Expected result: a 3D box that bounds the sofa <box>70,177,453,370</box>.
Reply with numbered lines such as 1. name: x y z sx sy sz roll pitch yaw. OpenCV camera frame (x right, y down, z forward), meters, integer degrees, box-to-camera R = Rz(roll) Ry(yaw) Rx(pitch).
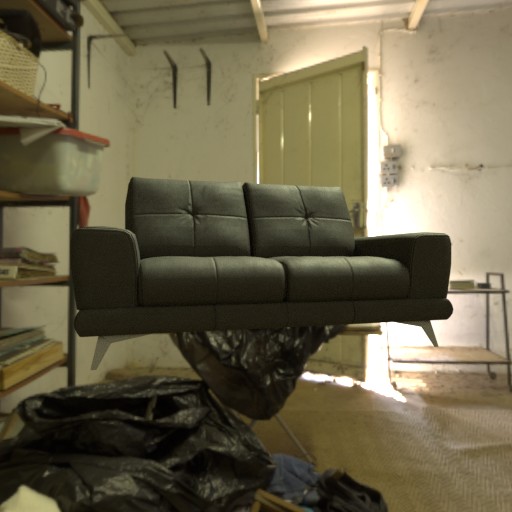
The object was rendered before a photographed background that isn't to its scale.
1. sofa: 0.000 0.000 2.425 1.806 0.907 1.018 0 0 -16
